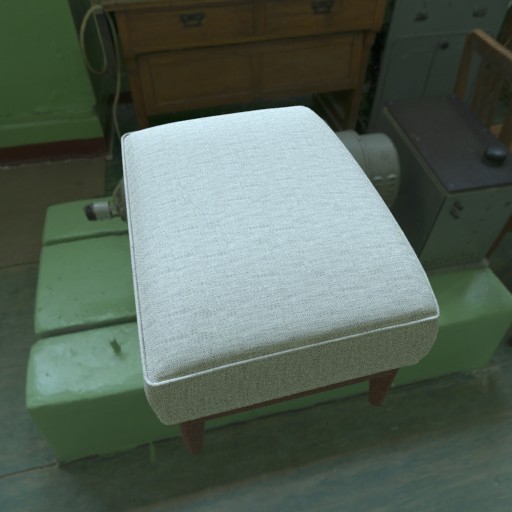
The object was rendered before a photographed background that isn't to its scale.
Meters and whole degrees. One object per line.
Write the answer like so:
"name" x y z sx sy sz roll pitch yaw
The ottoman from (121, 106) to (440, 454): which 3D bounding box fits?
"ottoman" 0.000 0.000 1.146 0.594 0.465 0.794 -11 49 -10
